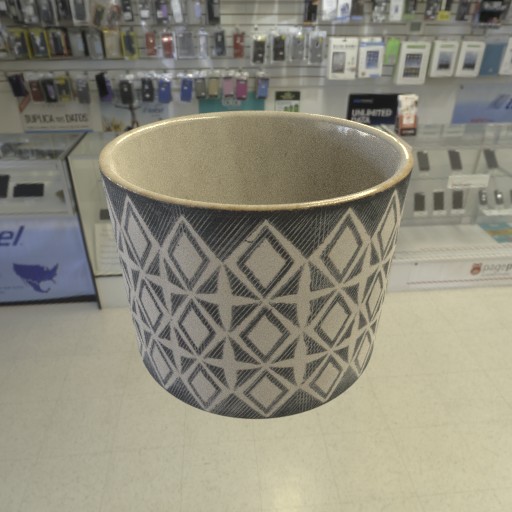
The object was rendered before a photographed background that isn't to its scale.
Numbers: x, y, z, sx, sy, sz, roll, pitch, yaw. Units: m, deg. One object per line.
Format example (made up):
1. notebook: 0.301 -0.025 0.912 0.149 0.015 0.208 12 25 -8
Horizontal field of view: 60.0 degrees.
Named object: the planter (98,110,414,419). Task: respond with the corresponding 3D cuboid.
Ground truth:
1. planter: 0.000 0.000 0.324 0.192 0.165 0.192 0 31 0
